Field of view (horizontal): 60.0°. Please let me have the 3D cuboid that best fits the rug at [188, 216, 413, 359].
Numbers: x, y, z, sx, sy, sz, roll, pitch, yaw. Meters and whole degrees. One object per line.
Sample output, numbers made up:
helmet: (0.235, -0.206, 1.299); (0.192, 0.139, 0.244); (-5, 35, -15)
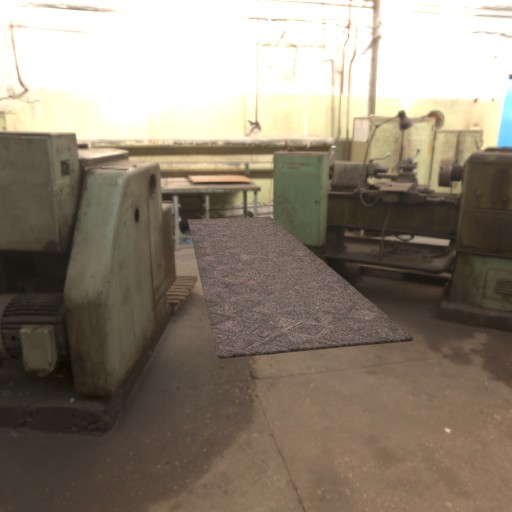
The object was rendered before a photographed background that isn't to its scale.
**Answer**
rug: (0.000, 0.000, 2.561); (0.691, 0.011, 2.296); (-3, 16, -10)
